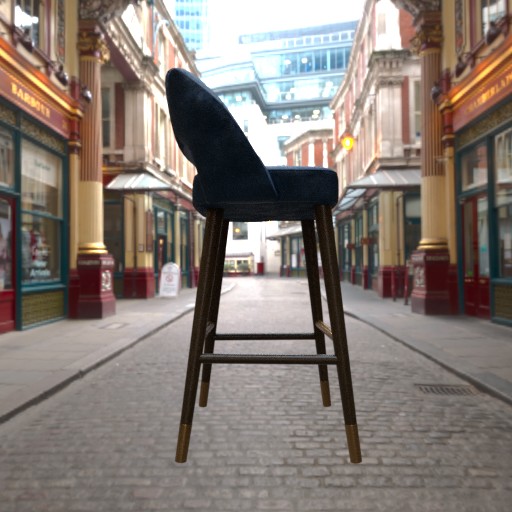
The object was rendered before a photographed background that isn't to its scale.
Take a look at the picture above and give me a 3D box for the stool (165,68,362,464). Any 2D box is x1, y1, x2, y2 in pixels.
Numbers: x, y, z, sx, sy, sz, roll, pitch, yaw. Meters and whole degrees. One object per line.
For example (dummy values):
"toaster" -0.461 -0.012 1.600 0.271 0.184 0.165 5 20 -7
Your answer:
"stool" 0.000 0.000 1.314 0.515 1.016 0.514 0 -2 0
